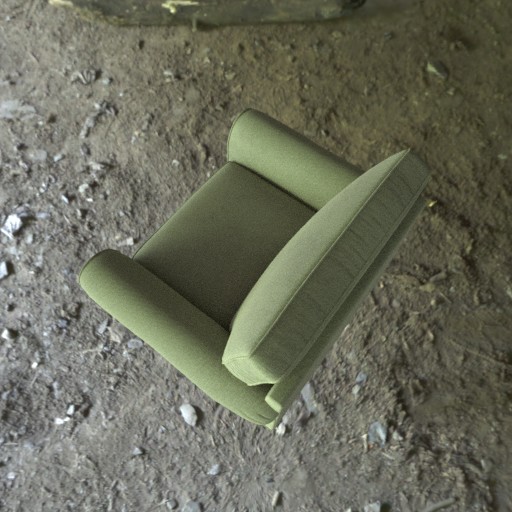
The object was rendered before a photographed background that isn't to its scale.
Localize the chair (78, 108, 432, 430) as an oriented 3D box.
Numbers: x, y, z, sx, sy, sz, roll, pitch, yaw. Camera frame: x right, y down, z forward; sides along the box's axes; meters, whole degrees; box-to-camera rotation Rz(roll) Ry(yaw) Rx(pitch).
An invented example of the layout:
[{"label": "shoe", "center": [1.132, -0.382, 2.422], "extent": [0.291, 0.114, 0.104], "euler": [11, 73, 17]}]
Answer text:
[{"label": "chair", "center": [0.000, 0.000, 1.910], "extent": [0.939, 1.044, 1.147], "euler": [35, 69, 16]}]
